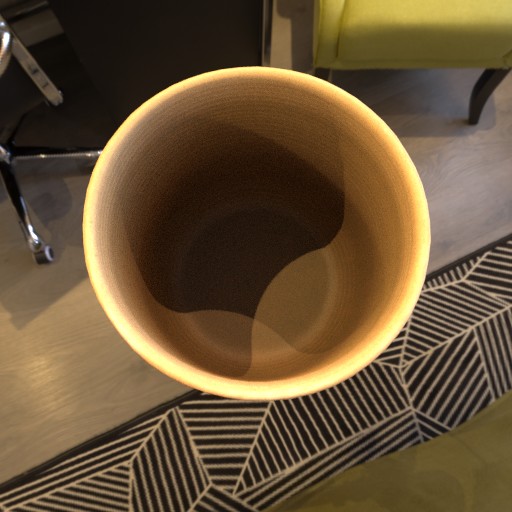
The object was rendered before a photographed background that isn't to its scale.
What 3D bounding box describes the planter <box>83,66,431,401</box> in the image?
[{"bbox_3d":[0.000,0.000,0.276,0.170,0.152,0.170,0,75,0],"label":"planter"}]
